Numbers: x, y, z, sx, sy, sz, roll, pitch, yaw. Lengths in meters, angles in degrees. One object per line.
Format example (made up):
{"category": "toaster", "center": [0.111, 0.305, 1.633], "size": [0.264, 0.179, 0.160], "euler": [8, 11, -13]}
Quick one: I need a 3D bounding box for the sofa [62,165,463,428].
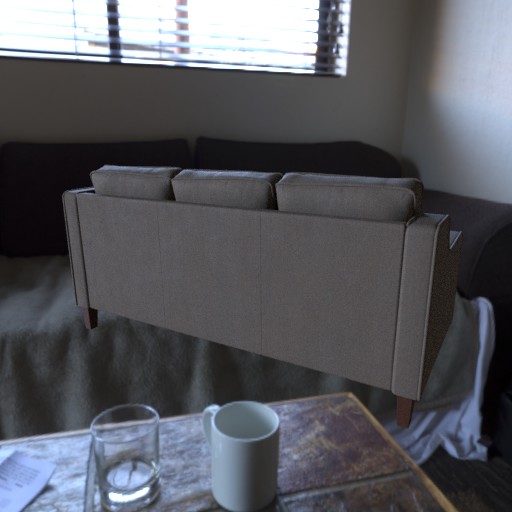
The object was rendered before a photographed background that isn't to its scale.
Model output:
{"category": "sofa", "center": [0.000, 0.000, 2.456], "size": [1.986, 0.974, 0.911], "euler": [9, 17, 29]}
